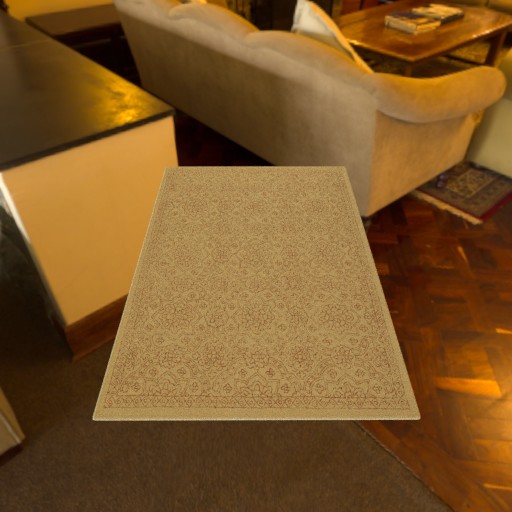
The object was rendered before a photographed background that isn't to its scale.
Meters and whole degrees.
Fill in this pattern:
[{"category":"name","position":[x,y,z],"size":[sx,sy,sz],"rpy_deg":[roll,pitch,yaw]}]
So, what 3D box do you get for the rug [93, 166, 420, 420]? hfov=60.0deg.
[{"category":"rug","position":[0.000,0.000,2.325],"size":[1.219,0.010,1.829],"rpy_deg":[0,42,0]}]
